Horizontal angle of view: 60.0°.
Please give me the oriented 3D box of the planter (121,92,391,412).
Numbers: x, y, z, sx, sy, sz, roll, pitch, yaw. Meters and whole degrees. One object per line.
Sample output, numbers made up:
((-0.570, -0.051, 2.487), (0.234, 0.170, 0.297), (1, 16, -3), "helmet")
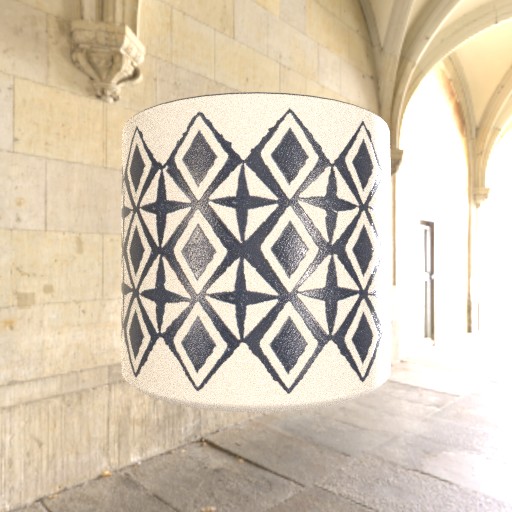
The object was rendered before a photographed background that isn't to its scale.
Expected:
((0.000, 0.000, 0.273), (0.159, 0.144, 0.159), (0, -1, 0), "planter")
